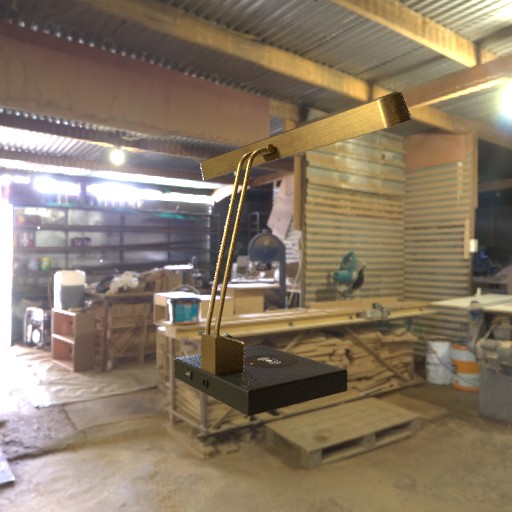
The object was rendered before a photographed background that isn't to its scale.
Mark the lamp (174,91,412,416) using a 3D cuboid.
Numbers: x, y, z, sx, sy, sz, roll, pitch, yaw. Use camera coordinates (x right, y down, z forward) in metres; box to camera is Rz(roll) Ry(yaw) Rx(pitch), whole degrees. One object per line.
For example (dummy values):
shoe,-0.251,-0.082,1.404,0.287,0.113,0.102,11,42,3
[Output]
lamp,0.000,0.000,0.595,0.156,0.345,0.412,0,0,-35
